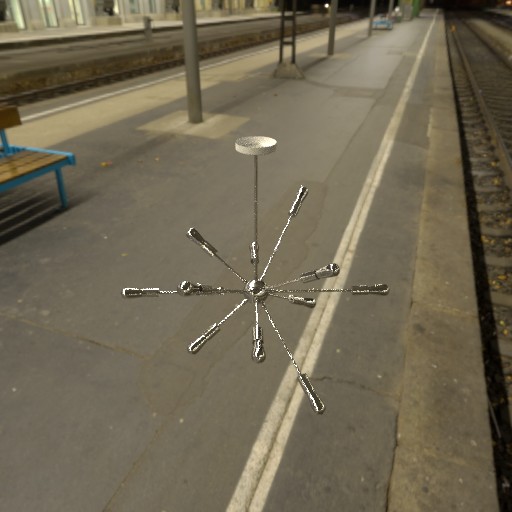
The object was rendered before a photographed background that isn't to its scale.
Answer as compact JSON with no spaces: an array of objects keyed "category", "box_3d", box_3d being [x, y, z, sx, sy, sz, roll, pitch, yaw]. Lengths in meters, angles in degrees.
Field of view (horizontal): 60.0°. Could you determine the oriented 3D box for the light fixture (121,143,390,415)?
[{"category":"light fixture","box_3d":[0.000,0.000,1.078,0.684,0.558,0.509,-1,30,-1]}]
